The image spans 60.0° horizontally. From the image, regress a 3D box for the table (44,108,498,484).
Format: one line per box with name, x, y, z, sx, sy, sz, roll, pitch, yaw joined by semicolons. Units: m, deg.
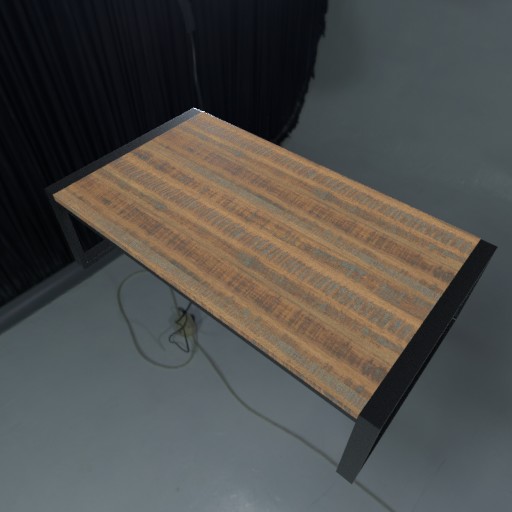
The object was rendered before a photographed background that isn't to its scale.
table;0.000;0.000;1.632;1.350;0.400;0.750;31;54;26
